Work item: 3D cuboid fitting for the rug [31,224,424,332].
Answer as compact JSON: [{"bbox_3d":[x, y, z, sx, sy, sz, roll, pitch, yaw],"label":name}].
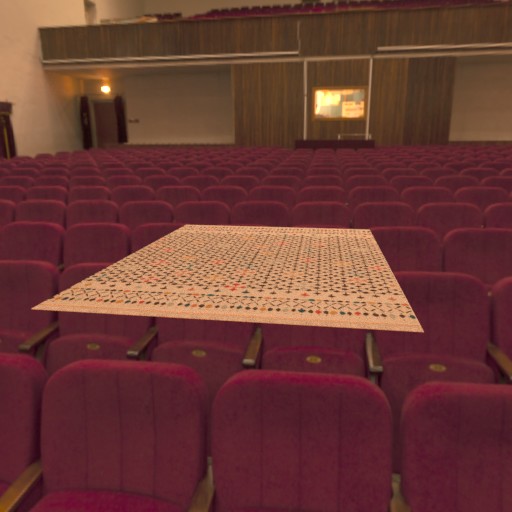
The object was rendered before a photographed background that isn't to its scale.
[{"bbox_3d":[0.000,0.000,2.013,1.146,0.006,1.556,2,14,9],"label":"rug"}]
